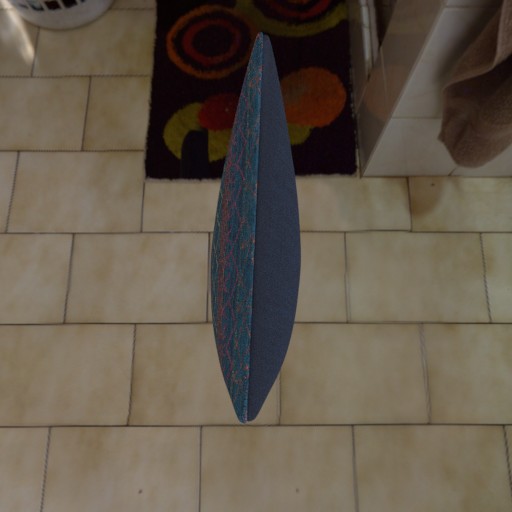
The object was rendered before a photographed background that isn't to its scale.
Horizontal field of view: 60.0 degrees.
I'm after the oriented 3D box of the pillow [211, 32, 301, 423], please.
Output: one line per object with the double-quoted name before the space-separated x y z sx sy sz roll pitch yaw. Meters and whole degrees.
"pillow" 0.000 0.000 0.664 0.141 0.431 0.431 2 75 1
